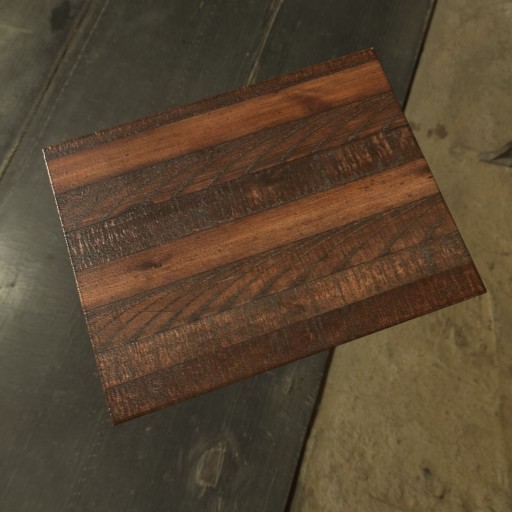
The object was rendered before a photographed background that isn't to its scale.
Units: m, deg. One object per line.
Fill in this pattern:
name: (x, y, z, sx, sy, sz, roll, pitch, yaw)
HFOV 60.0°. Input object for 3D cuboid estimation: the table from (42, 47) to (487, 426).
table: (0.000, 0.000, 1.105, 0.678, 0.612, 0.524, -19, 78, -4)
